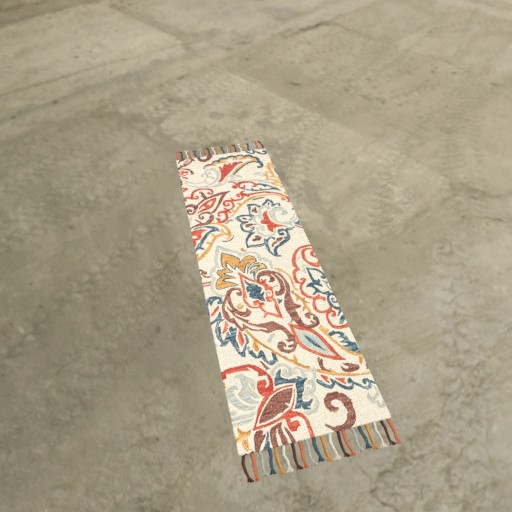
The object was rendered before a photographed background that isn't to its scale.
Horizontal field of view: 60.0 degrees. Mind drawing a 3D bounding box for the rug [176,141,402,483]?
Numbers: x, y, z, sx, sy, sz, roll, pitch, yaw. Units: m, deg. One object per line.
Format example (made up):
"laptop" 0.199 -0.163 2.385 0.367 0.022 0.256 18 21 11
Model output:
"rug" 0.000 0.000 2.917 0.763 0.015 2.682 -10 47 -10
